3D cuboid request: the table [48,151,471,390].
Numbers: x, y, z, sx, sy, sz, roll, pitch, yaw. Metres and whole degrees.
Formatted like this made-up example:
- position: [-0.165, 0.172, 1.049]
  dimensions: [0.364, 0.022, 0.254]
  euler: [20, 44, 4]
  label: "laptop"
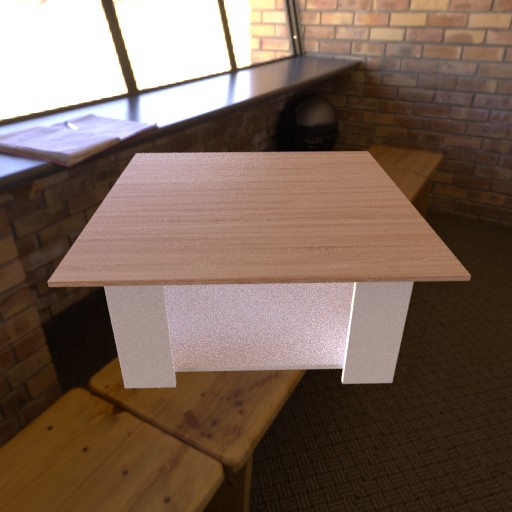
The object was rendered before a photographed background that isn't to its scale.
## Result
- position: [0.000, 0.000, 1.066]
  dimensions: [0.670, 0.305, 0.670]
  euler: [-1, 30, -1]
  label: "table"
